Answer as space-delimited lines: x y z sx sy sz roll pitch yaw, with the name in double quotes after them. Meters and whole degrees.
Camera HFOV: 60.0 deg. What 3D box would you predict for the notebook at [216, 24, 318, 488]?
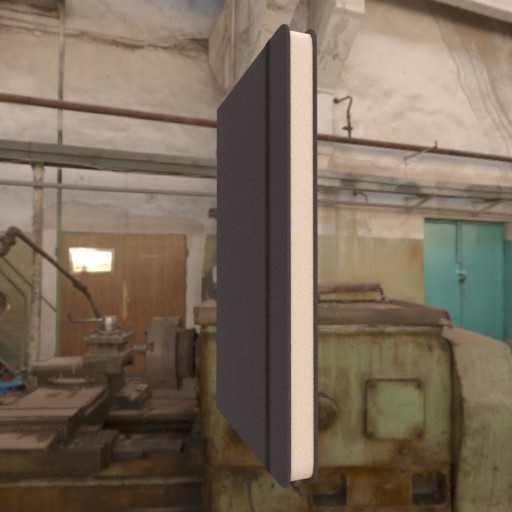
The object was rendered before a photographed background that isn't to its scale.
0.000 0.000 0.258 0.016 0.213 0.127 0 -1 -19 "notebook"
